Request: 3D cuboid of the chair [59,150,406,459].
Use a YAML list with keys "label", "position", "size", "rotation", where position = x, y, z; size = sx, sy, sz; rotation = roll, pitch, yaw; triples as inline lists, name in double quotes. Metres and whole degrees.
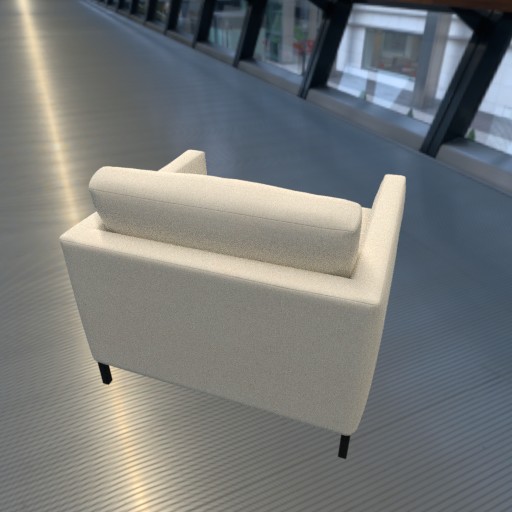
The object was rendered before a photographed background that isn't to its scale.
- label: "chair"
  position: [0.000, 0.000, 1.624]
  size: [0.964, 0.806, 0.875]
  rotation: [11, 33, 17]
